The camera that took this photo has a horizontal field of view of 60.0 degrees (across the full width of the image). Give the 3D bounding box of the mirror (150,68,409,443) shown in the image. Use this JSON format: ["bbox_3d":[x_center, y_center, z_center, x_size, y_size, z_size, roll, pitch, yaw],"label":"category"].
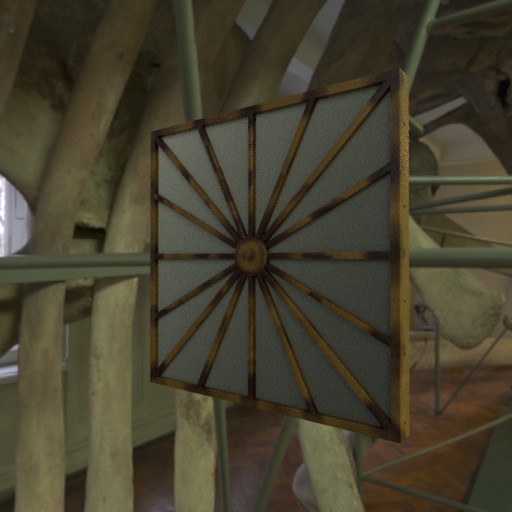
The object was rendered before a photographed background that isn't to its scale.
[{"bbox_3d":[0.000,0.000,0.762,0.509,0.507,0.042,0,-1,36],"label":"mirror"}]
